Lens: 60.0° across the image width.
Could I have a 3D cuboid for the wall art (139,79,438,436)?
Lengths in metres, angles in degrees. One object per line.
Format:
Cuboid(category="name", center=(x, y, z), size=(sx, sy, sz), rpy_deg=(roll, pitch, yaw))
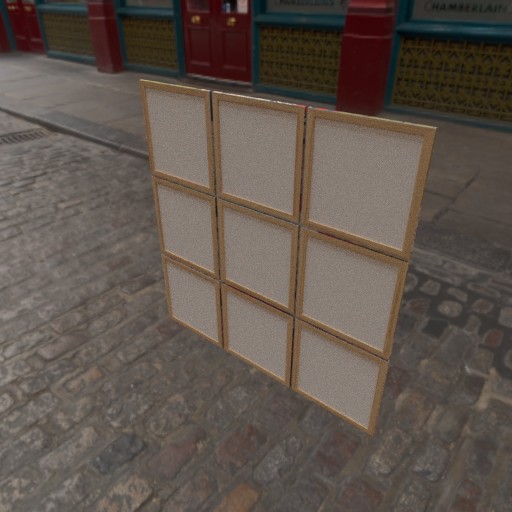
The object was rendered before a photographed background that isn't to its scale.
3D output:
Cuboid(category="wall art", center=(0.000, 0.000, 1.785), size=(1.206, 1.218, 0.013), rpy_deg=(22, 37, 33))
